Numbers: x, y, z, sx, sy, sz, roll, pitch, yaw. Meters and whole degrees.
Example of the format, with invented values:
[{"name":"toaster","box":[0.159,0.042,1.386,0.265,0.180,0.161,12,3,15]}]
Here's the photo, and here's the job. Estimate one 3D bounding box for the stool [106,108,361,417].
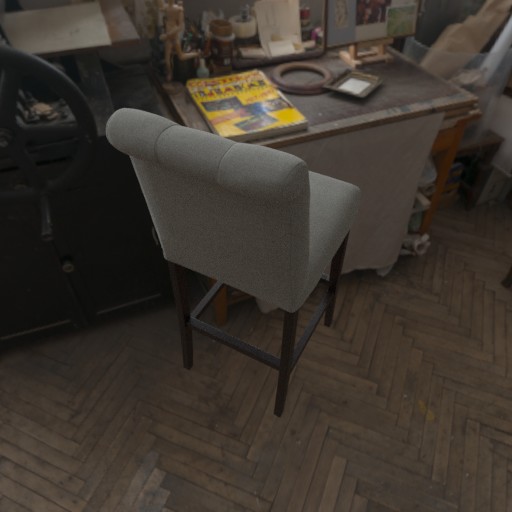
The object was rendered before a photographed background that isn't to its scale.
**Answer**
[{"name":"stool","box":[0.000,0.000,1.462,0.493,1.140,0.601,21,49,20]}]
